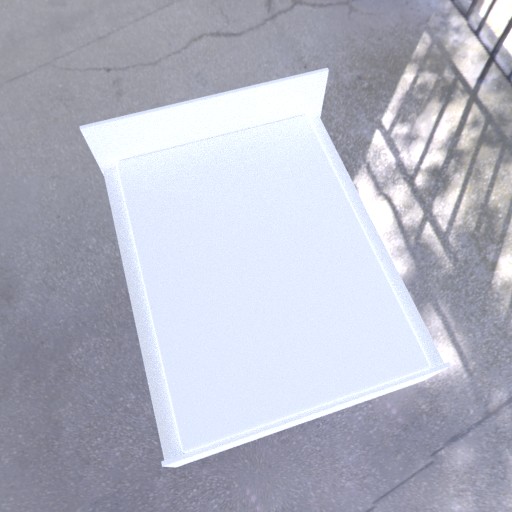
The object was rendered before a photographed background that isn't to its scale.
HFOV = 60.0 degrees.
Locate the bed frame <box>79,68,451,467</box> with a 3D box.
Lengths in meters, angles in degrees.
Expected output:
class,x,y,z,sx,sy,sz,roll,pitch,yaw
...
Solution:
class,x,y,z,sx,sy,sz,roll,pitch,yaw
bed frame,0.000,0.000,2.753,1.622,0.800,1.960,-16,65,-8
